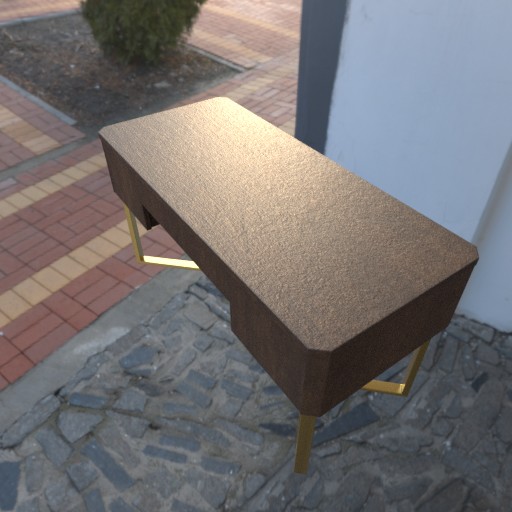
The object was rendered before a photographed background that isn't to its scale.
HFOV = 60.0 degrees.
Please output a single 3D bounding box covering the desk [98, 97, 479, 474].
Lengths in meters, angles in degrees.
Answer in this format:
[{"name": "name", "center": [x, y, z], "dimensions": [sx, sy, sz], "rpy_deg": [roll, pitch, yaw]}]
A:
[{"name": "desk", "center": [0.000, 0.000, 1.884], "dimensions": [0.684, 0.762, 1.479], "rpy_deg": [-25, 47, -26]}]
